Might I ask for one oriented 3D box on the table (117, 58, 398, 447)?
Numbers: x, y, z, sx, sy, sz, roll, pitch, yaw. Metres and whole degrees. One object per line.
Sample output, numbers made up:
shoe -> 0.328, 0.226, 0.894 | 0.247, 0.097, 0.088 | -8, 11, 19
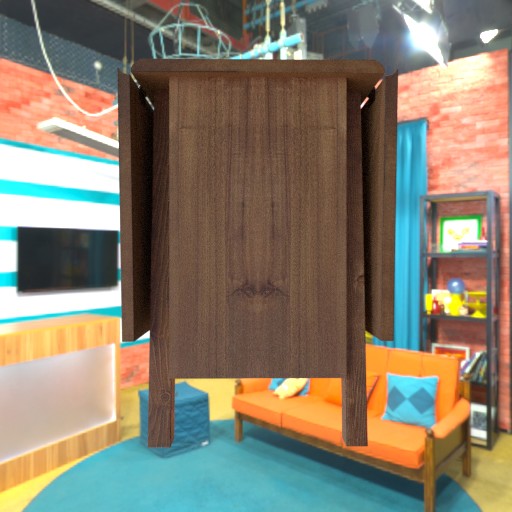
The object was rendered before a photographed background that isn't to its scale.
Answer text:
table -> 0.000, 0.000, 1.588 | 0.701, 0.981, 0.967 | 0, 0, -1
